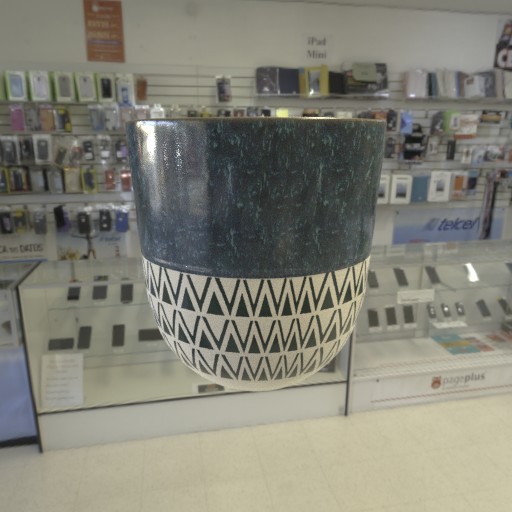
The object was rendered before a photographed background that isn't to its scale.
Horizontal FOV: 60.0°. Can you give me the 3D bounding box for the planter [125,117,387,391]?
[{"bbox_3d":[0.000,0.000,0.370,0.195,0.214,0.195,0,15,0],"label":"planter"}]
